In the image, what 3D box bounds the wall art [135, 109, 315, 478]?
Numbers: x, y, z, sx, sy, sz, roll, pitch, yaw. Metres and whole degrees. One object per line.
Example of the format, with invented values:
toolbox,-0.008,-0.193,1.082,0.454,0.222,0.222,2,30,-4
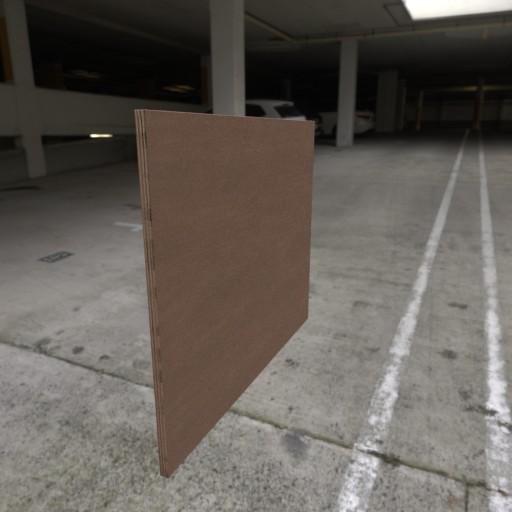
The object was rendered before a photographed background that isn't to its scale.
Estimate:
wall art,0.000,0.000,0.684,0.012,0.408,0.508,7,17,24
